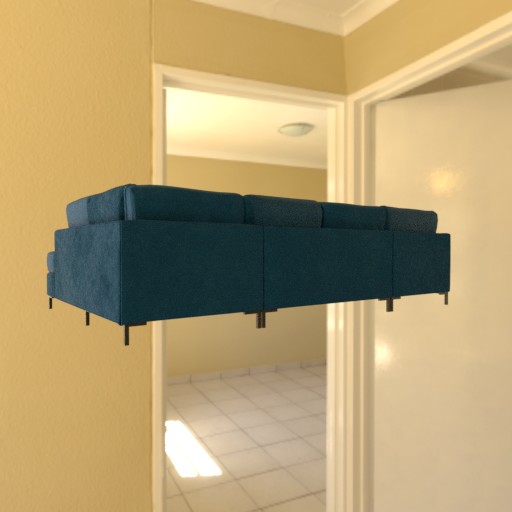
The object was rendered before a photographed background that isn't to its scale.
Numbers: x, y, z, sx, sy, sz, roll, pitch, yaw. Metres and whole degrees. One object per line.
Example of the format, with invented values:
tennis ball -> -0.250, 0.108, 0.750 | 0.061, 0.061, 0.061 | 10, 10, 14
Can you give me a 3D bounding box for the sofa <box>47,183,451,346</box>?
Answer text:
sofa -> 0.000, 0.000, 4.349 | 3.434, 0.992, 2.055 | -1, 1, -36
